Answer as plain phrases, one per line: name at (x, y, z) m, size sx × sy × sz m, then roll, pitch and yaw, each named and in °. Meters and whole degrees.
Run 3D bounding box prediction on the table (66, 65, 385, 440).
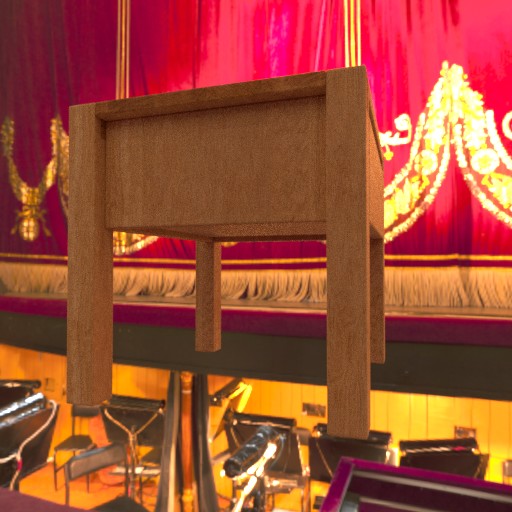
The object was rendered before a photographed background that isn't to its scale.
table at (0.000, 0.000, 0.826) m, size 0.440 × 0.450 × 0.480 m, roll 0°, pitch -1°, yaw 19°
